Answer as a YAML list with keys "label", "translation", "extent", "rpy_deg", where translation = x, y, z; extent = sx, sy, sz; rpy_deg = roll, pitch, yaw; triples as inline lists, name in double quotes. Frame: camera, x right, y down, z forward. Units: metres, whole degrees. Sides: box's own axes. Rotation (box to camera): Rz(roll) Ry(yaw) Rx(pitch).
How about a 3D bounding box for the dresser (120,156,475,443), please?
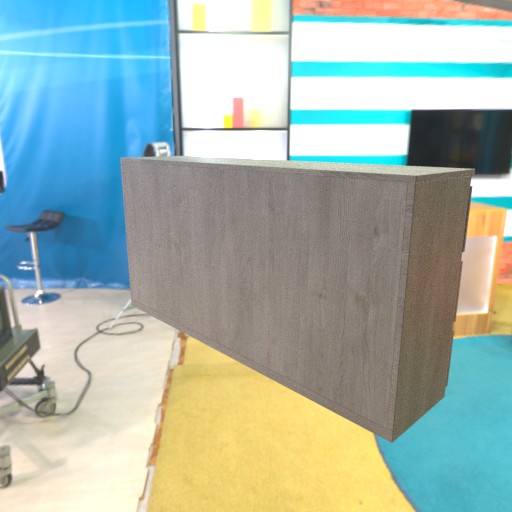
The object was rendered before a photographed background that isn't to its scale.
- label: "dresser"
  translation: [0.000, 0.000, 1.914]
  extent: [0.390, 0.795, 1.590]
  rpy_deg: [-14, 20, -42]
